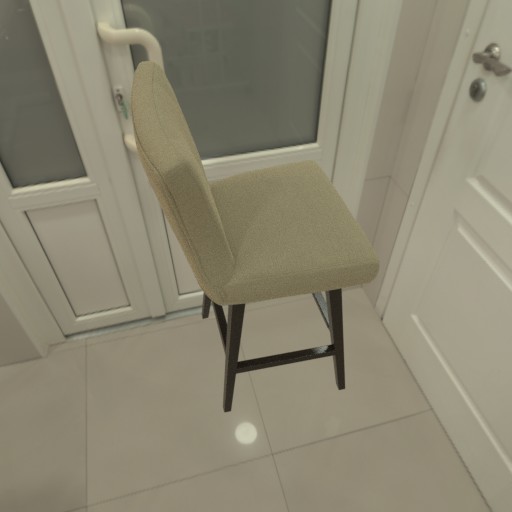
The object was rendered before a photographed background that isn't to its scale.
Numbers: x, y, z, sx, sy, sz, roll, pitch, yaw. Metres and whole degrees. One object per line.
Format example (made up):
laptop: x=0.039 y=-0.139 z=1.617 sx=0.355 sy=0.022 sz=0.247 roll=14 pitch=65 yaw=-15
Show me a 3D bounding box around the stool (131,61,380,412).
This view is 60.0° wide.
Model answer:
stool: x=0.000 y=0.000 z=1.404 sx=0.574 sy=1.086 sz=0.514 roll=-11 pitch=47 yaw=-11
